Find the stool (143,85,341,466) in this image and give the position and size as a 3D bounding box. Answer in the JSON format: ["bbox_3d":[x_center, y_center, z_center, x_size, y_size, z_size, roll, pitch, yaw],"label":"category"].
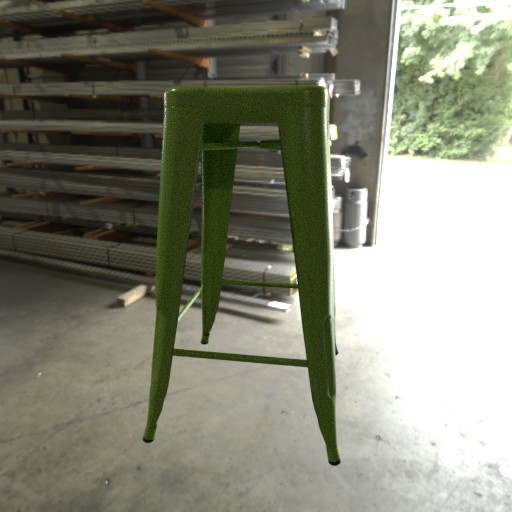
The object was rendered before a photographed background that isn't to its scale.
[{"bbox_3d":[0.000,0.000,0.872,0.358,0.609,0.398,3,17,9],"label":"stool"}]
